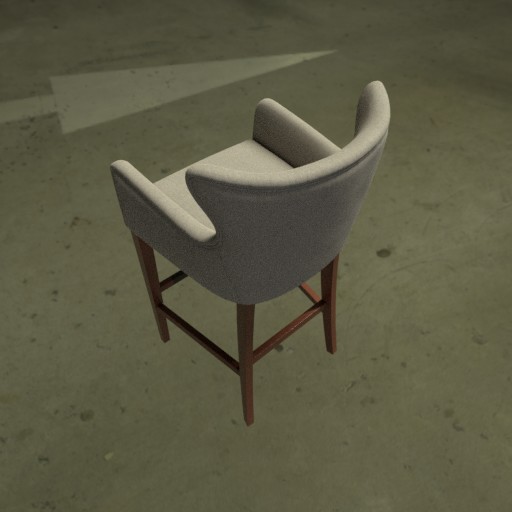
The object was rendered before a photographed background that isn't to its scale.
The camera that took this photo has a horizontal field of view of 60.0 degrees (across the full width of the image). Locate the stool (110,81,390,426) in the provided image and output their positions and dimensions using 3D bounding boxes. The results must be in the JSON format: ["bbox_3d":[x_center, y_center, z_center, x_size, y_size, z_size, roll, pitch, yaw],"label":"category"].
[{"bbox_3d":[0.000,0.000,1.381,0.575,1.047,0.575,-32,54,-27],"label":"stool"}]
